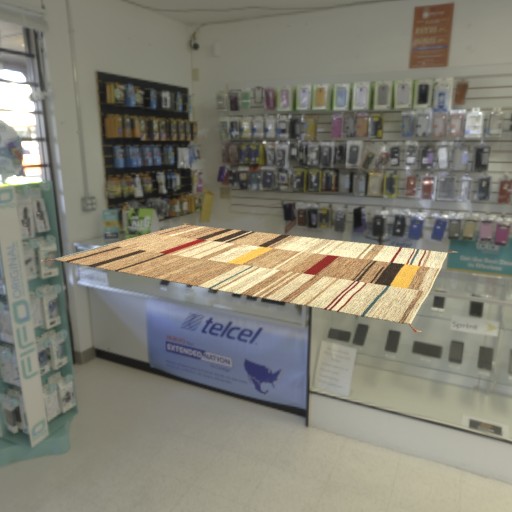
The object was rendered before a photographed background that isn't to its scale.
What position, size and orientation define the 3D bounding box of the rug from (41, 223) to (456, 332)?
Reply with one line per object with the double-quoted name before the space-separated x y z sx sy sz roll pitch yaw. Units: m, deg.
"rug" 0.000 0.000 2.403 1.918 0.007 1.268 8 16 27
